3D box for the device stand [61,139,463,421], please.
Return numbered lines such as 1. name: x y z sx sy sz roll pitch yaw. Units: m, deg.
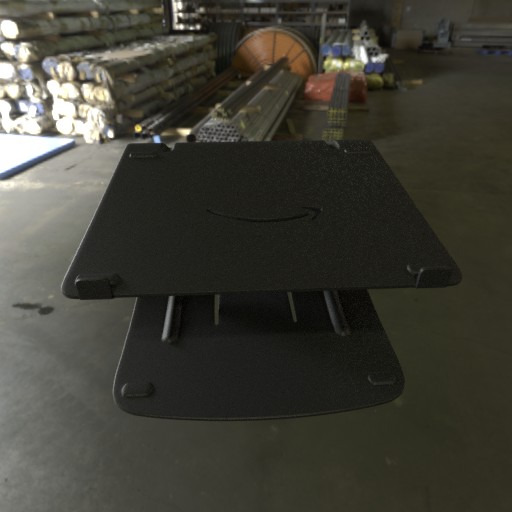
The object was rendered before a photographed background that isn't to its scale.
1. device stand: 0.000 0.000 0.394 0.256 0.155 0.236 -2 30 -3
